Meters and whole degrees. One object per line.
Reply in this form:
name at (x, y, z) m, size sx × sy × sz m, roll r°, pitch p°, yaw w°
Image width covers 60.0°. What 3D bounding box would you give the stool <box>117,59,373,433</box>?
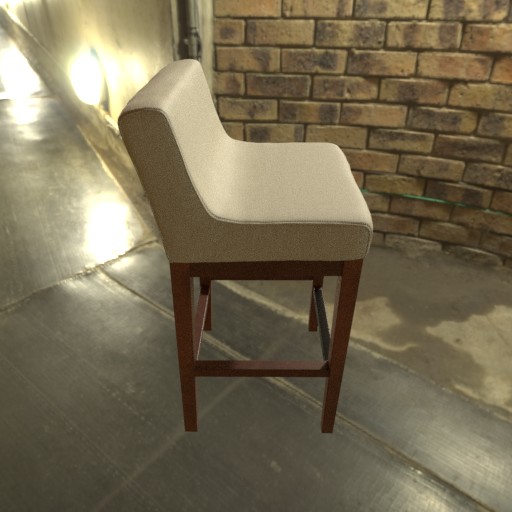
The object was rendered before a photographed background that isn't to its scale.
stool at (0.000, 0.000, 1.223) m, size 0.500 × 0.937 × 0.511 m, roll 0°, pitch 33°, yaw 1°
